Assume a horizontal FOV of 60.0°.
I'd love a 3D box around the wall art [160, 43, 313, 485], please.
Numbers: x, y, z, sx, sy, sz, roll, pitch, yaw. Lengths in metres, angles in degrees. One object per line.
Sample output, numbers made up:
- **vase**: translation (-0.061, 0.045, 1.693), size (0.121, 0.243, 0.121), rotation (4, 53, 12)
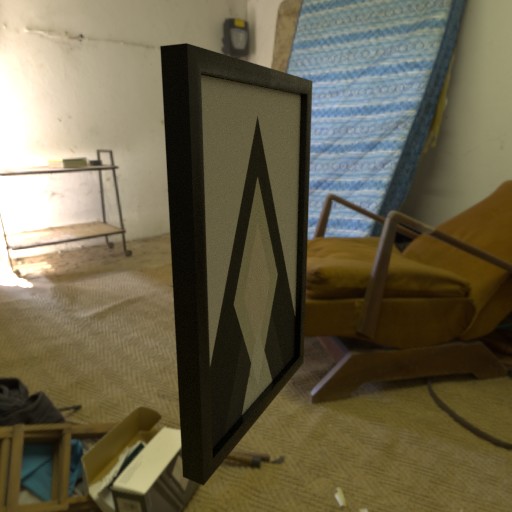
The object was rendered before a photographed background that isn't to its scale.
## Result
- **wall art**: translation (0.000, 0.000, 0.580), size (0.031, 0.457, 0.313), rotation (8, 17, 26)
